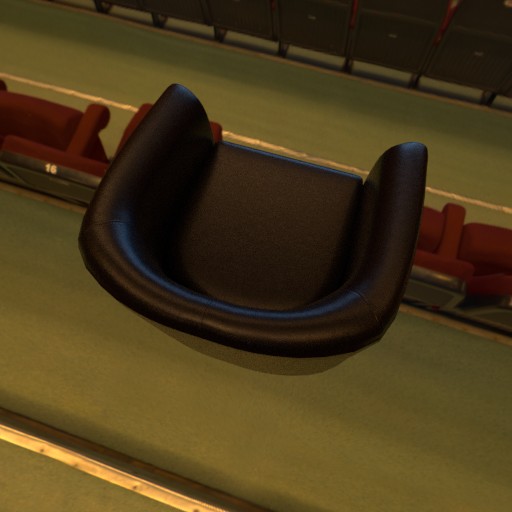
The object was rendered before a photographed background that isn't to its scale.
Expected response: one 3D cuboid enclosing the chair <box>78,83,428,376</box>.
[{"bbox_3d":[0.000,0.000,1.338,0.793,0.756,0.727,16,65,8],"label":"chair"}]
